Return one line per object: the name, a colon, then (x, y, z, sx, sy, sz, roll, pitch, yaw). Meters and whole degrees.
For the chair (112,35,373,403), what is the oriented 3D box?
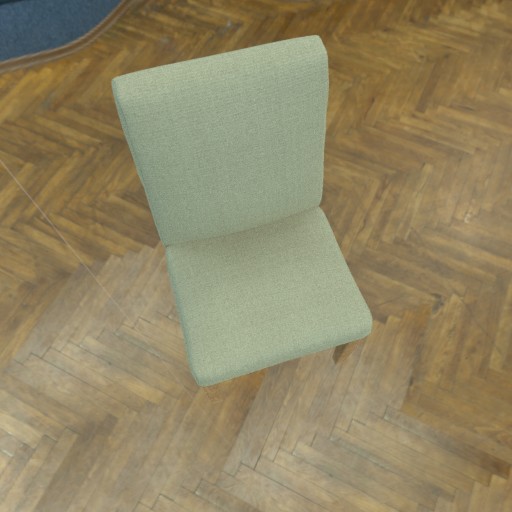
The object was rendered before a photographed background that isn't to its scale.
chair: (0.000, 0.000, 1.245, 0.507, 0.911, 0.586, -15, 65, -8)
